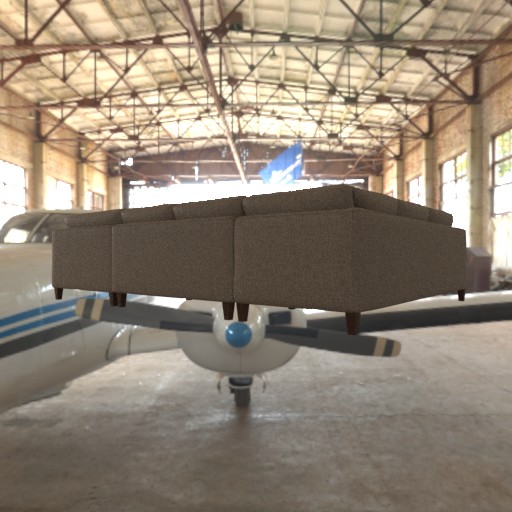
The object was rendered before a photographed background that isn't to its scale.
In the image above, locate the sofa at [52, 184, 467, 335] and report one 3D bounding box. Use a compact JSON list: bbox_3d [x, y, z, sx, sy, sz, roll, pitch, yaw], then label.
[{"bbox_3d":[0.000,0.000,4.462,3.403,0.889,2.551,0,0,38],"label":"sofa"}]
